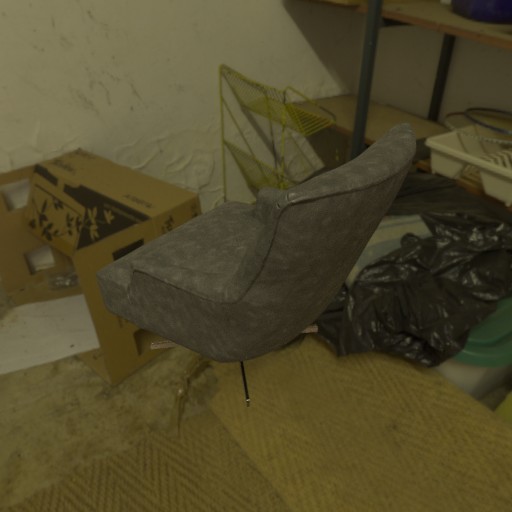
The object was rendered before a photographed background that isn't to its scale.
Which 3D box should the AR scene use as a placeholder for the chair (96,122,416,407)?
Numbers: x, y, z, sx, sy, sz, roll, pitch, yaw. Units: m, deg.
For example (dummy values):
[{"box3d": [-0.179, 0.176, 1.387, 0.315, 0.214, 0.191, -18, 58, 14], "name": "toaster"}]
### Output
[{"box3d": [0.000, 0.000, 1.512, 0.874, 0.870, 0.738, 21, 37, 30], "name": "chair"}]
